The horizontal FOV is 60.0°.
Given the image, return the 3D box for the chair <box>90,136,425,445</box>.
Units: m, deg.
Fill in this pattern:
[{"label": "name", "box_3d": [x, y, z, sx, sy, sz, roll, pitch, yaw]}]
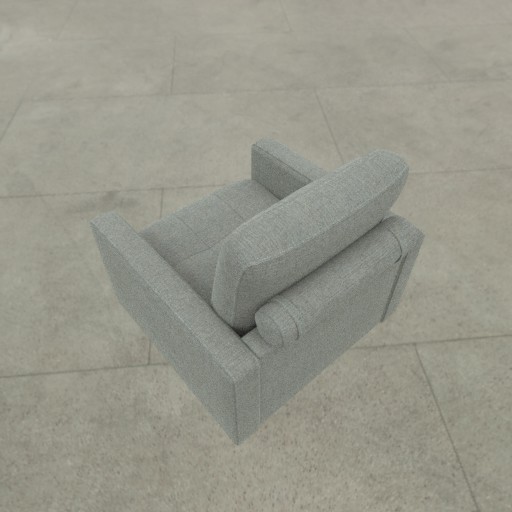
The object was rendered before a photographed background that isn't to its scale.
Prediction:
[{"label": "chair", "box_3d": [0.000, 0.000, 1.554, 0.821, 0.880, 0.843, -32, 54, -27]}]
